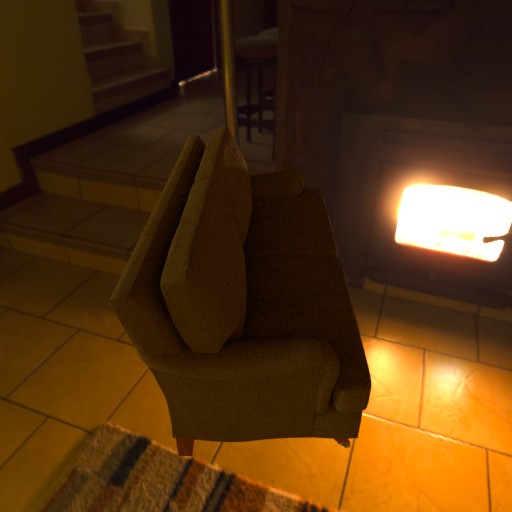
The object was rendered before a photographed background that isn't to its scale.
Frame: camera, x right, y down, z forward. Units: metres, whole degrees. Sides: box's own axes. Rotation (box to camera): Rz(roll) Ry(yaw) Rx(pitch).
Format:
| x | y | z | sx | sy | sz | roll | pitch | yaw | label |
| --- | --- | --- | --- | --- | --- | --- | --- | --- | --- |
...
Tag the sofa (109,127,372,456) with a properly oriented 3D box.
| x | y | z | sx | sy | sz | roll | pitch | yaw | label |
| --- | --- | --- | --- | --- | --- | --- | --- | --- | --- |
| 0.000 | 0.000 | 2.785 | 1.086 | 1.087 | 2.165 | 1 | 32 | 1 | sofa |
